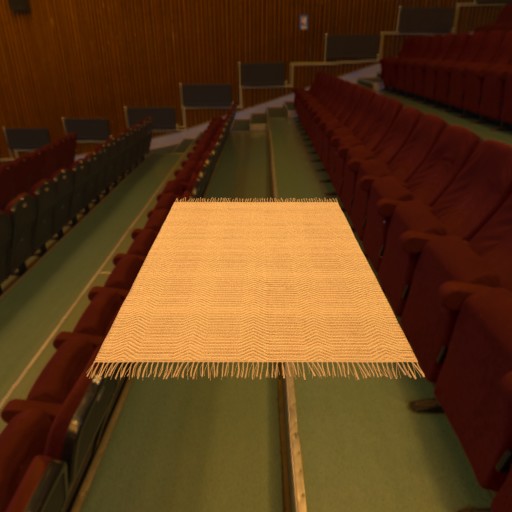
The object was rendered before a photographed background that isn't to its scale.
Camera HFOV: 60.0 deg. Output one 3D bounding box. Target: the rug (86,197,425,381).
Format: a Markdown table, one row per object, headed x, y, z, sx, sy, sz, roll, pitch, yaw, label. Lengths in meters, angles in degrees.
| x | y | z | sx | sy | sz | roll | pitch | yaw | label |
| --- | --- | --- | --- | --- | --- | --- | --- | --- | --- |
| 0.000 | 0.000 | 2.489 | 1.224 | 0.027 | 2.021 | 0 | 26 | 0 | rug |
